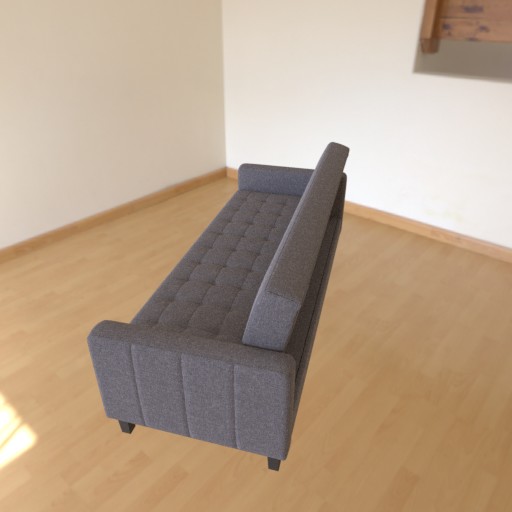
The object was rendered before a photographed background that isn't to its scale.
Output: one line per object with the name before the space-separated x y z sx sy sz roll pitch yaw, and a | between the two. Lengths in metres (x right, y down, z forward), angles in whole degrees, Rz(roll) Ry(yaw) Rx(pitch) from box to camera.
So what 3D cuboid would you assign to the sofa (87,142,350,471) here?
sofa | 0.000 0.000 2.489 0.810 0.850 2.040 8 32 13
